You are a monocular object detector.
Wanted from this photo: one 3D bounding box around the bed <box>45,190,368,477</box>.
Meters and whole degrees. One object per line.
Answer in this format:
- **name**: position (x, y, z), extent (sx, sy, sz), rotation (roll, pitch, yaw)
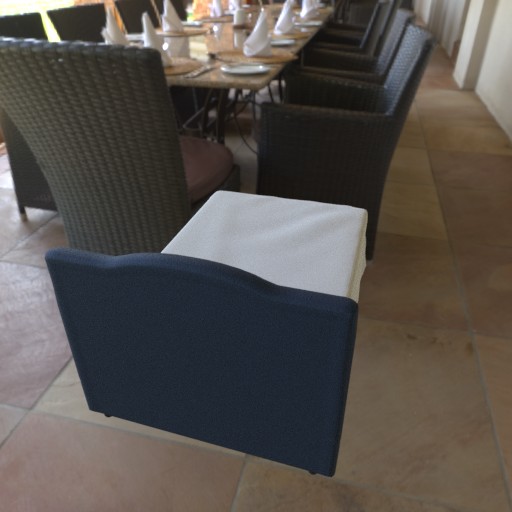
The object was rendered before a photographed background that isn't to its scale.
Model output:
- **bed**: position (0.000, 0.000, 3.529), extent (1.741, 1.441, 2.507), rotation (9, 34, 14)
